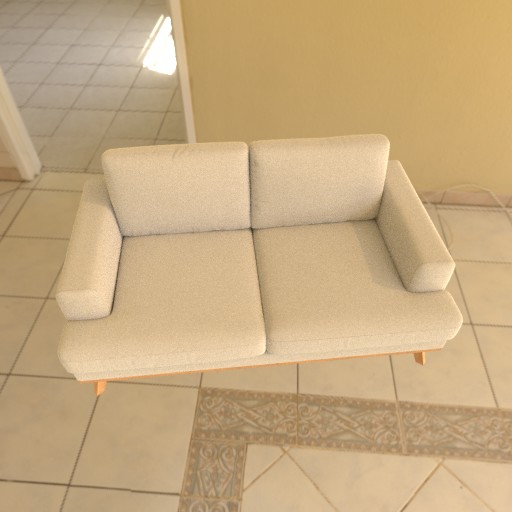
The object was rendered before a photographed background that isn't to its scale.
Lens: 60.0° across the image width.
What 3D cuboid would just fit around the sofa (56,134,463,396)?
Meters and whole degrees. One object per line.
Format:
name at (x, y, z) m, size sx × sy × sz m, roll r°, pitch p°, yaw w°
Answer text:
sofa at (0.000, 0.000, 2.047) m, size 1.651 × 0.810 × 0.915 m, roll -4°, pitch 48°, yaw -4°
